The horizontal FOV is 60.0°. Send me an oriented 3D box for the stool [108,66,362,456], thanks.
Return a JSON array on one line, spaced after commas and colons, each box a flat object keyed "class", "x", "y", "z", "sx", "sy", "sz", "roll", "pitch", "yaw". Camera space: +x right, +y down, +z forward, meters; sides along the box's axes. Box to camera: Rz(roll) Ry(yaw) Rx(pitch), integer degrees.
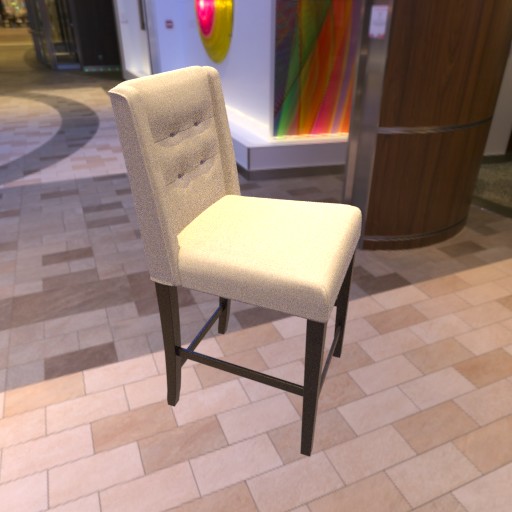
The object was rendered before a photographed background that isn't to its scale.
[{"class": "stool", "x": 0.000, "y": 0.000, "z": 1.243, "sx": 0.509, "sy": 0.939, "sz": 0.474, "roll": 10, "pitch": 31, "yaw": 18}]
